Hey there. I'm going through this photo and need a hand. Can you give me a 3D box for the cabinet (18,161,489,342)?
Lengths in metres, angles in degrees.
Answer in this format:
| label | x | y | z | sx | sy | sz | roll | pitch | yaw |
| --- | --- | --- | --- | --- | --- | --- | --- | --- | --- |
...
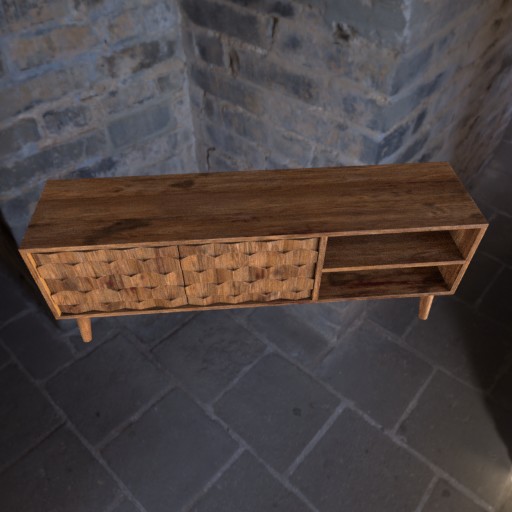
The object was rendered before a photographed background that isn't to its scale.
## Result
| label | x | y | z | sx | sy | sz | roll | pitch | yaw |
| --- | --- | --- | --- | --- | --- | --- | --- | --- | --- |
| cabinet | 0.000 | 0.000 | 1.671 | 1.448 | 0.528 | 0.349 | -3 | 46 | -3 |
